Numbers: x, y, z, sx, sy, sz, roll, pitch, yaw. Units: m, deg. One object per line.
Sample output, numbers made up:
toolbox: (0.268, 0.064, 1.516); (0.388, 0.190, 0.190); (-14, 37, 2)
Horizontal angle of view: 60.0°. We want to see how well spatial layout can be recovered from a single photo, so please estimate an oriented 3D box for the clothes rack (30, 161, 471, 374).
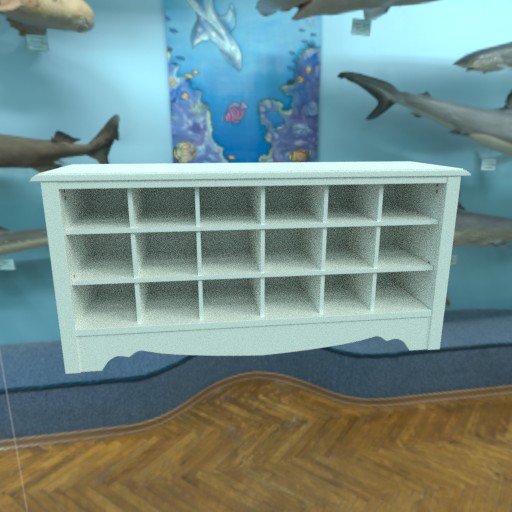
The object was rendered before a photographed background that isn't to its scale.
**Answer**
clothes rack: (0.000, 0.000, 1.340); (1.120, 0.531, 0.324); (-2, 16, -7)
